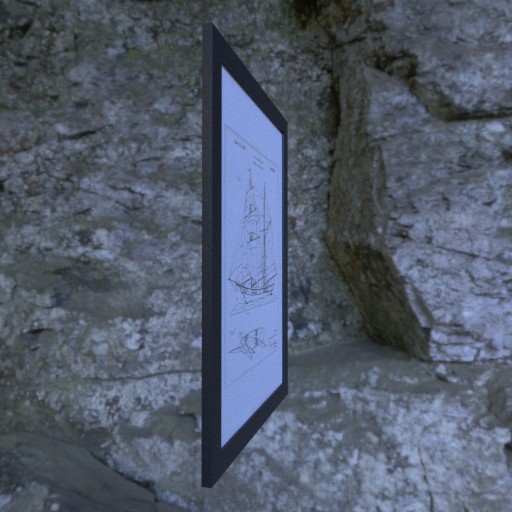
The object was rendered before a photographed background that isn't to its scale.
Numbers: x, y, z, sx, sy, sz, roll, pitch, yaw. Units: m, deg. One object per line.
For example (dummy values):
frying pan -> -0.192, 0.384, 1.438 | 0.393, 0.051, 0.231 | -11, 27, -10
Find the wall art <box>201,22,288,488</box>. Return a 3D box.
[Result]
wall art -> 0.000, 0.000, 0.690 | 0.013, 0.534, 0.381 | 0, -1, 17
